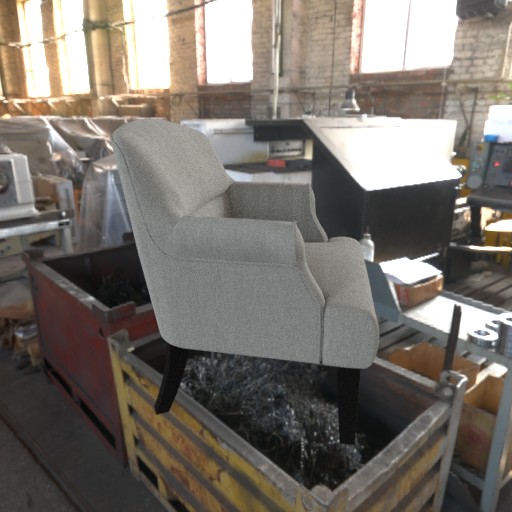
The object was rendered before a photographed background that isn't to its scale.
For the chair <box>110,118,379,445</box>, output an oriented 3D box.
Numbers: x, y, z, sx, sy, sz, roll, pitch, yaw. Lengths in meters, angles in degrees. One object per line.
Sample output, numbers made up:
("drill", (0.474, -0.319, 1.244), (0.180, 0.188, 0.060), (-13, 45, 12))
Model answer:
("chair", (0.000, 0.000, 1.485), (0.755, 0.880, 0.772), (3, 18, 9))
